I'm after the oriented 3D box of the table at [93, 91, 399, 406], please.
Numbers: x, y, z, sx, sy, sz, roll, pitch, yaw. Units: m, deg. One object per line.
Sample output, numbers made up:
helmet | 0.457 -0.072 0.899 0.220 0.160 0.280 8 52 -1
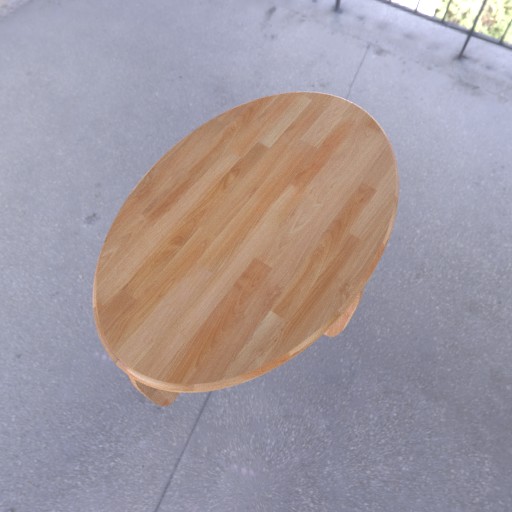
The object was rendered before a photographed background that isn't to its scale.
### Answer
table | 0.000 0.000 1.391 0.690 0.490 1.040 31 66 16
